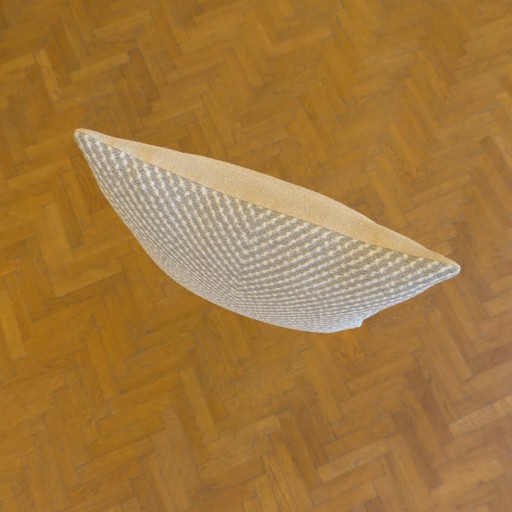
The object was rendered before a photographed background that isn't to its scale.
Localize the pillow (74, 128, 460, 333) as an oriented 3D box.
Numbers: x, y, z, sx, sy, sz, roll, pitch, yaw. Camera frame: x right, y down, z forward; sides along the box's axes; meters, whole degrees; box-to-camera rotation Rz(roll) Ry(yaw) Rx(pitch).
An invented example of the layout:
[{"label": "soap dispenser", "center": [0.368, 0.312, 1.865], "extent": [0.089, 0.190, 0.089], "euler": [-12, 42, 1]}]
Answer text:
[{"label": "pillow", "center": [0.000, 0.000, 0.704], "extent": [0.459, 0.458, 0.181], "euler": [20, 77, 5]}]
